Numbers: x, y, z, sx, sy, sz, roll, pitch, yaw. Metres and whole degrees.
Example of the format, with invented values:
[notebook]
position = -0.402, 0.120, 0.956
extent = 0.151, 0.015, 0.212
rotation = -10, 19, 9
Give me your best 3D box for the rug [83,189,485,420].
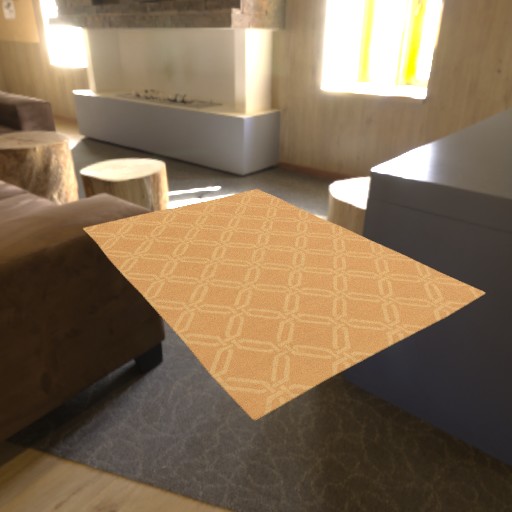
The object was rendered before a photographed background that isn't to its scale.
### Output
[rug]
position = 0.000, 0.000, 2.747
extent = 1.524, 0.013, 2.135
rotation = -18, 32, -31
